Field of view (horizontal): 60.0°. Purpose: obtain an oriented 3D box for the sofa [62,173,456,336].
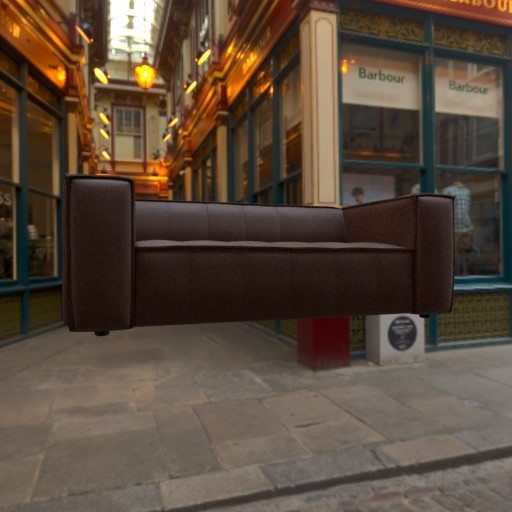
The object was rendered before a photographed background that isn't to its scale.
[{"bbox_3d":[0.000,0.000,2.652,2.088,0.703,1.102,0,0,-19],"label":"sofa"}]
